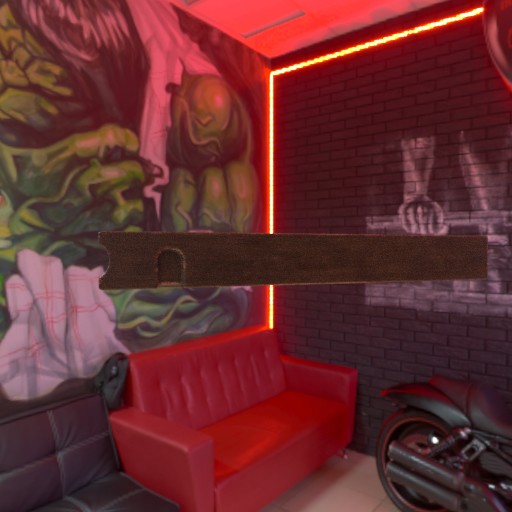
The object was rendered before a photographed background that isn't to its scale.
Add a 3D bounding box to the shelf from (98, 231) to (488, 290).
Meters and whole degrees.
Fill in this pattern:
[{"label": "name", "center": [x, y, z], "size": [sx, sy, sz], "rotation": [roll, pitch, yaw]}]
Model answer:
[{"label": "shelf", "center": [0.000, 0.000, 0.448], "size": [0.296, 0.035, 0.296], "rotation": [0, 1, -19]}]
